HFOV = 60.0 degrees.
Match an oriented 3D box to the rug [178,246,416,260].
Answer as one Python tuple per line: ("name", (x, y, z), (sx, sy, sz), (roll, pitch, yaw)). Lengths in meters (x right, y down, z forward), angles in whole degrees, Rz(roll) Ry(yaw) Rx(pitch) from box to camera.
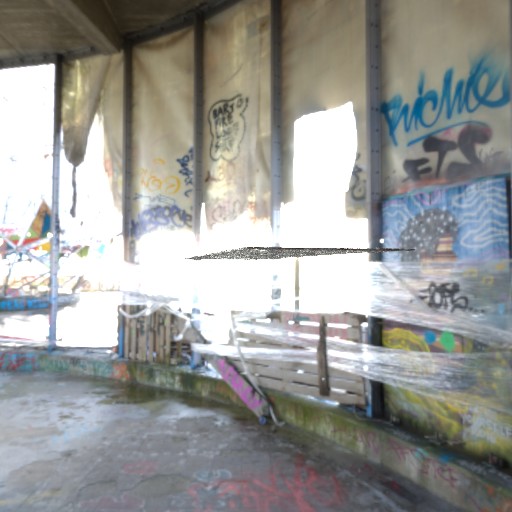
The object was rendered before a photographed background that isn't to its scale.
("rug", (0.000, 0.000, 2.869), (1.324, 0.018, 2.378), (0, -2, -1))
